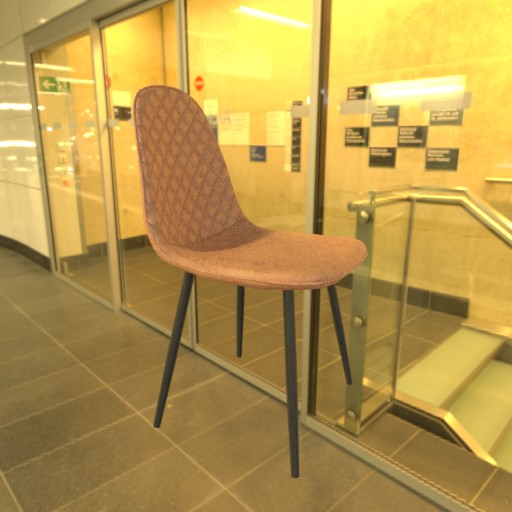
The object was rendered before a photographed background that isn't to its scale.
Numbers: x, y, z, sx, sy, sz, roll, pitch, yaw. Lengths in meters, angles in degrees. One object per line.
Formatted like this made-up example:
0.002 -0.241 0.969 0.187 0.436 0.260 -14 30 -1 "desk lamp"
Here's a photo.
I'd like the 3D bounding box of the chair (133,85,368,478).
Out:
0.000 0.000 1.195 0.561 0.889 0.472 7 16 26 "chair"
